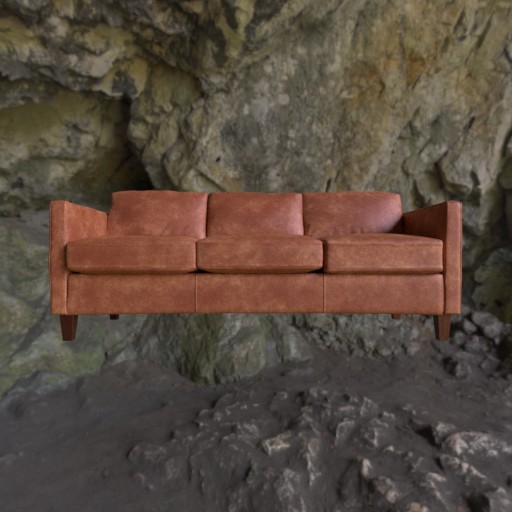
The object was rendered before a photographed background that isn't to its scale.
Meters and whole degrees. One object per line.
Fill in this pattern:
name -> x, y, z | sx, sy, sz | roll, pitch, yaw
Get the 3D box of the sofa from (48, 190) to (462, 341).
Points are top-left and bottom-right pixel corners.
sofa -> 0.000, 0.000, 3.049 | 2.464, 1.006, 1.045 | 0, 0, 0
